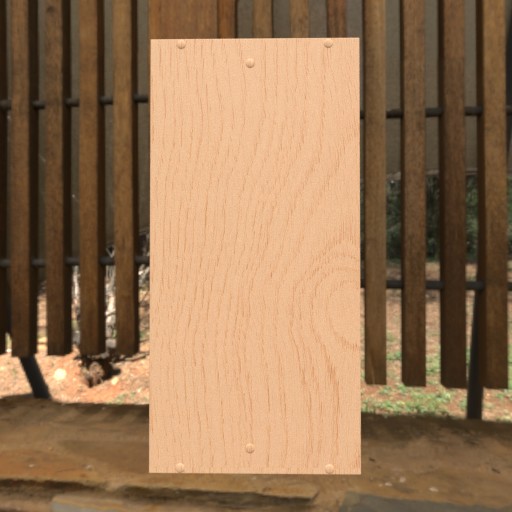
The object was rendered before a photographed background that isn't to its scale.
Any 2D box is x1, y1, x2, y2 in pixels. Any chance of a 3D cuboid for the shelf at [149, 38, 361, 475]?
[{"bbox_3d":[0.000,0.000,0.734,0.290,0.600,0.250,0,-1,1],"label":"shelf"}]
